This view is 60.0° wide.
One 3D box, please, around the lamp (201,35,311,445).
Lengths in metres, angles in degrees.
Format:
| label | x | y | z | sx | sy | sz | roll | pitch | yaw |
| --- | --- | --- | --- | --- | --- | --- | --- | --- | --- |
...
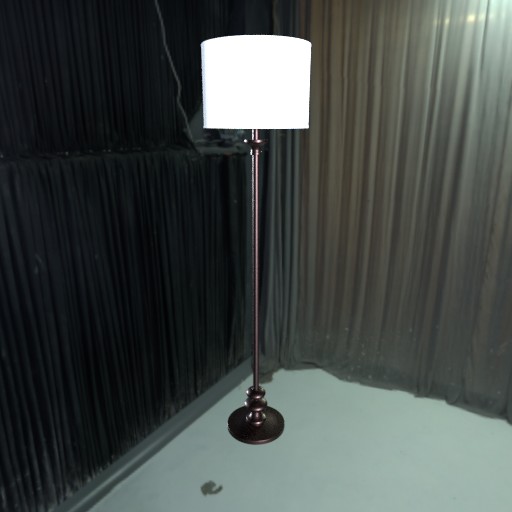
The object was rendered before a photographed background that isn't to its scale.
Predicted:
| label | x | y | z | sx | sy | sz | roll | pitch | yaw |
| --- | --- | --- | --- | --- | --- | --- | --- | --- | --- |
| lamp | 0.000 | 0.000 | 1.653 | 0.356 | 1.487 | 0.356 | 9 | 19 | 26 |
